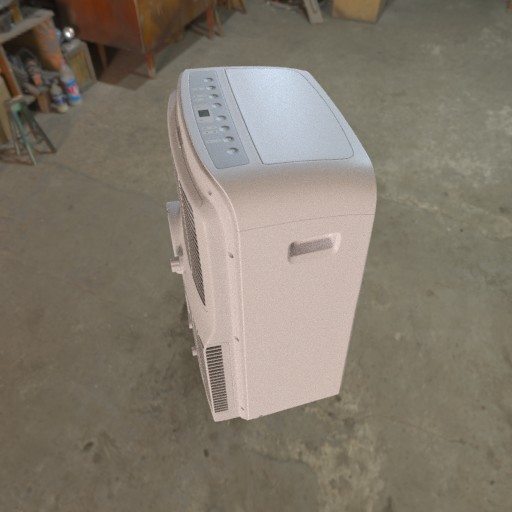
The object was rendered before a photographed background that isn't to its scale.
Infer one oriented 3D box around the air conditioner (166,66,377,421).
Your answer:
[{"bbox_3d":[0.000,0.000,0.969,0.365,0.700,0.454,-10,48,-9],"label":"air conditioner"}]
